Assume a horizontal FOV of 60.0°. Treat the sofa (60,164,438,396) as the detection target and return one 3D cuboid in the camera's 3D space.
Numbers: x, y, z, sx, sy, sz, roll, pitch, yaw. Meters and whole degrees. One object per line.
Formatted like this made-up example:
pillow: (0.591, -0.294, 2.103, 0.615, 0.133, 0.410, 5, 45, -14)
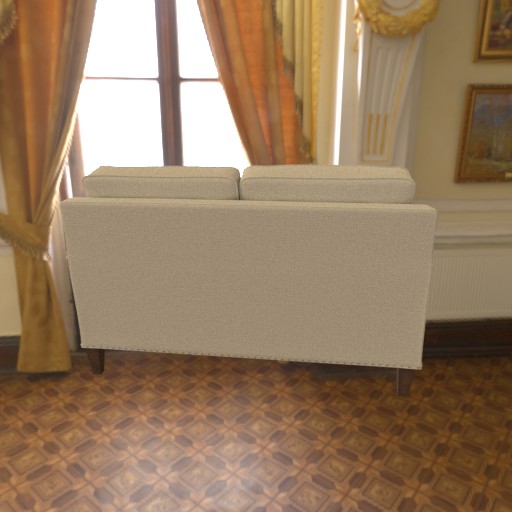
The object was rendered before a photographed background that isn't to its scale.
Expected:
sofa: (0.000, 0.000, 2.330, 1.597, 1.003, 1.084, 2, 16, 7)
